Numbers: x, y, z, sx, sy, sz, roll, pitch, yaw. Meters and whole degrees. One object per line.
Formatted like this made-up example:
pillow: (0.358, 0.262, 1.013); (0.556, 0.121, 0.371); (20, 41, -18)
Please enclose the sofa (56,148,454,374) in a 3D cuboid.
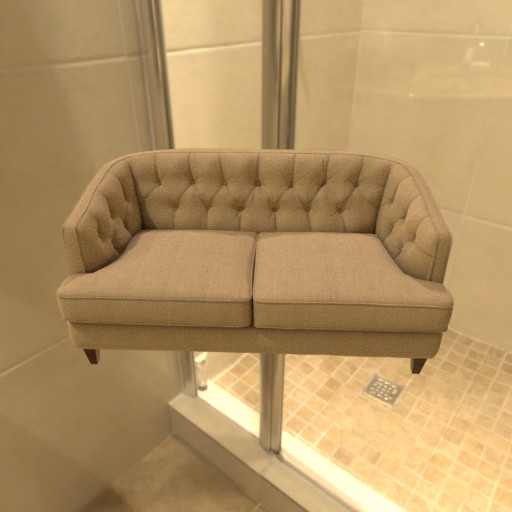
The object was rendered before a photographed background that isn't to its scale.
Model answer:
sofa: (0.000, 0.000, 2.282); (1.733, 0.855, 0.941); (1, 30, 2)
